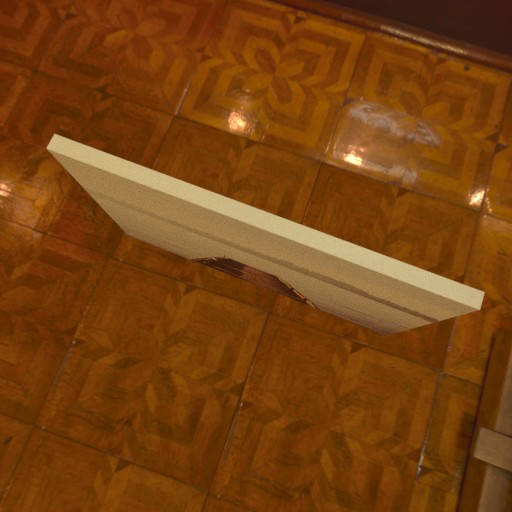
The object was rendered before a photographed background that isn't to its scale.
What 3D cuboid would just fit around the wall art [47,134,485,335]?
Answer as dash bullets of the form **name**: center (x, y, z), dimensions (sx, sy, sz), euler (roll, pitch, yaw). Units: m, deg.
- **wall art**: center (0.000, 0.000, 1.169), dimensions (0.916, 0.609, 0.037), euler (21, 76, 5)
